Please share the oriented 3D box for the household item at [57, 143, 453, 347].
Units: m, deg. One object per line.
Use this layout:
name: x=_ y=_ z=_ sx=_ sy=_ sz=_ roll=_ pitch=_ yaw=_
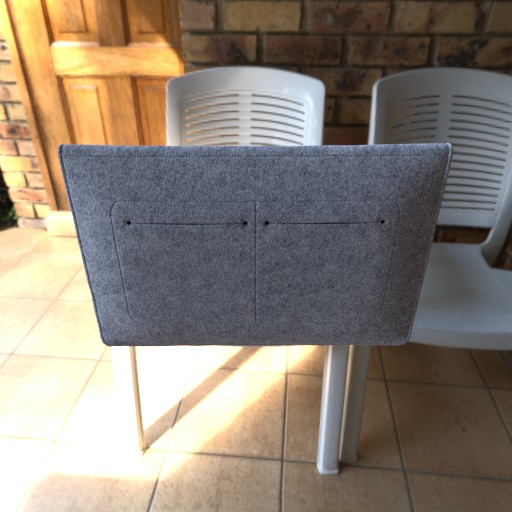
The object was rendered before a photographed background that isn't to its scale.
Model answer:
household item: x=0.000 y=0.000 z=0.433 sx=0.335 sy=0.221 sz=0.057 roll=0 pitch=31 yaw=0
